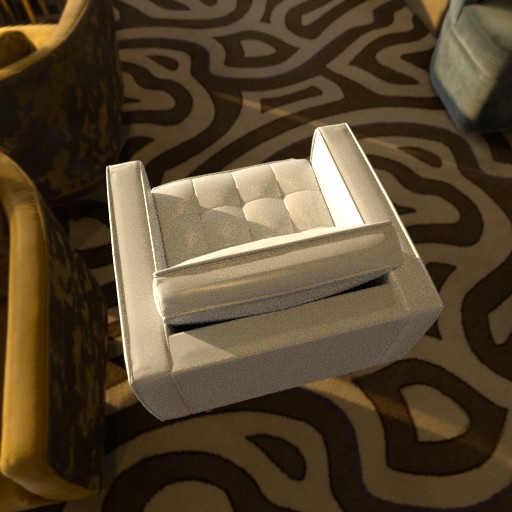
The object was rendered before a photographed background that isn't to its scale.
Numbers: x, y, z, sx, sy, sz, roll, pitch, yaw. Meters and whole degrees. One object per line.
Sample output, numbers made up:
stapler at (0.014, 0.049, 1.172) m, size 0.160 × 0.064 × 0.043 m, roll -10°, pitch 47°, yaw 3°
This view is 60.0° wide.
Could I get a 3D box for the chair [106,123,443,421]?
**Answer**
chair at (0.000, 0.000, 1.554) m, size 0.928 × 0.773 × 0.843 m, roll -12°, pitch 59°, yaw -8°
